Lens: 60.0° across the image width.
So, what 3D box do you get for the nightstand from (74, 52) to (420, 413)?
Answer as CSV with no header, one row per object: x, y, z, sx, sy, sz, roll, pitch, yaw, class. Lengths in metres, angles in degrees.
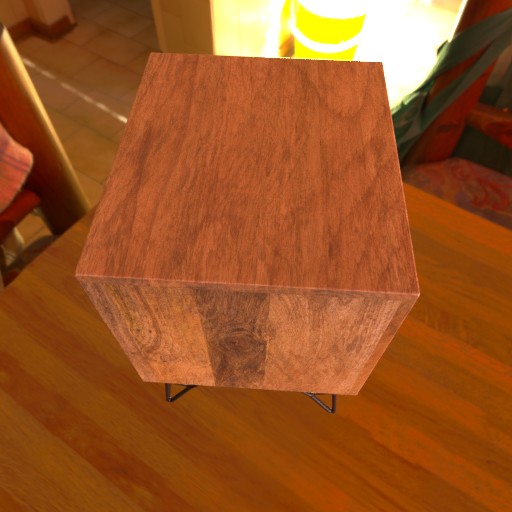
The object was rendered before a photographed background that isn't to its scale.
0.000,0.000,0.870,0.406,0.559,0.457,3,56,2,nightstand
